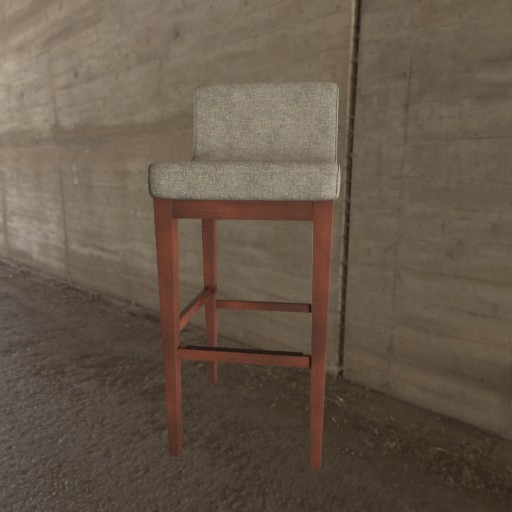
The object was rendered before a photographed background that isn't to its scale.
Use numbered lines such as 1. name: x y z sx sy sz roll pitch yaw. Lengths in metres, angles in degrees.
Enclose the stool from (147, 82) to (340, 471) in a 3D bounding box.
1. stool: 0.000 0.000 1.218 0.426 0.965 0.499 2 12 8
